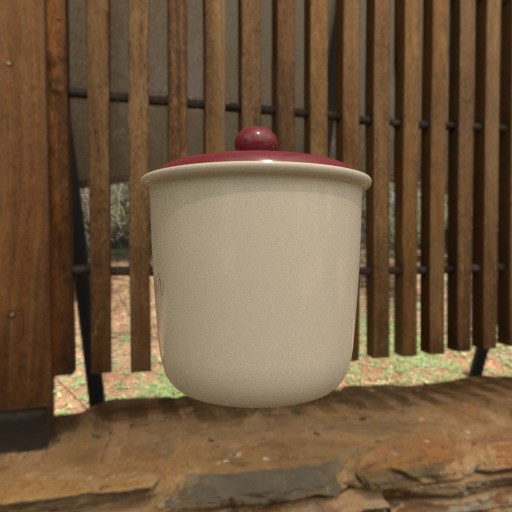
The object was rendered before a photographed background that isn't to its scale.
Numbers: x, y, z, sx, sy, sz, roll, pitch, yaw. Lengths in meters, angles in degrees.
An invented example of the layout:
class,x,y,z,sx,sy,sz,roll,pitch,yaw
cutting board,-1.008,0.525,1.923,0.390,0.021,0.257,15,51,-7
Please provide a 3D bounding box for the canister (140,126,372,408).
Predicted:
class,x,y,z,sx,sy,sz,roll,pitch,yaw
canister,0.000,0.000,0.361,0.182,0.208,0.182,0,1,0
